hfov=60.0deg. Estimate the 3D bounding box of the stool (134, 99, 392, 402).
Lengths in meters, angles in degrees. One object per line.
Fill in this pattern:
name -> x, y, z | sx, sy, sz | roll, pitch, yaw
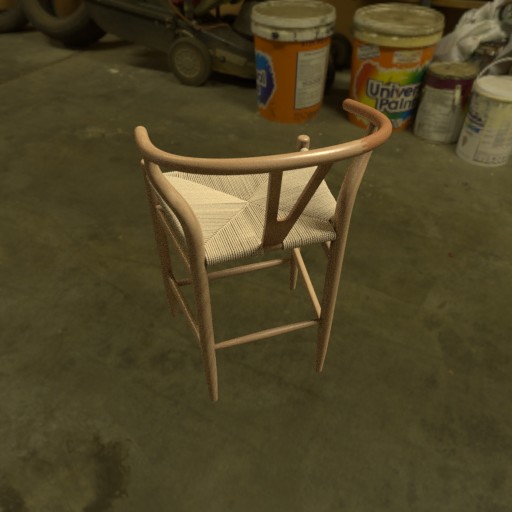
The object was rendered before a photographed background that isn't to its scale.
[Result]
stool -> 0.000, 0.000, 1.256 | 0.536, 0.923, 0.575 | -12, 42, -13
